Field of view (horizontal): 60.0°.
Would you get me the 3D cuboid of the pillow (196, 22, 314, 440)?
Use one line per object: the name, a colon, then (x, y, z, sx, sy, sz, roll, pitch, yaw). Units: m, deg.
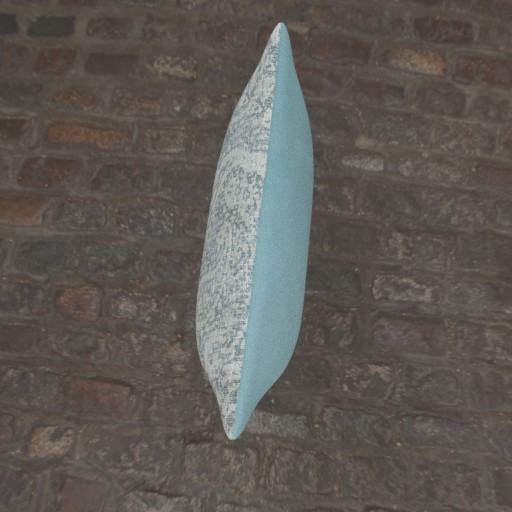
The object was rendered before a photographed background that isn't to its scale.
pillow: (0.000, 0.000, 0.768, 0.166, 0.507, 0.526, 6, 76, 2)
